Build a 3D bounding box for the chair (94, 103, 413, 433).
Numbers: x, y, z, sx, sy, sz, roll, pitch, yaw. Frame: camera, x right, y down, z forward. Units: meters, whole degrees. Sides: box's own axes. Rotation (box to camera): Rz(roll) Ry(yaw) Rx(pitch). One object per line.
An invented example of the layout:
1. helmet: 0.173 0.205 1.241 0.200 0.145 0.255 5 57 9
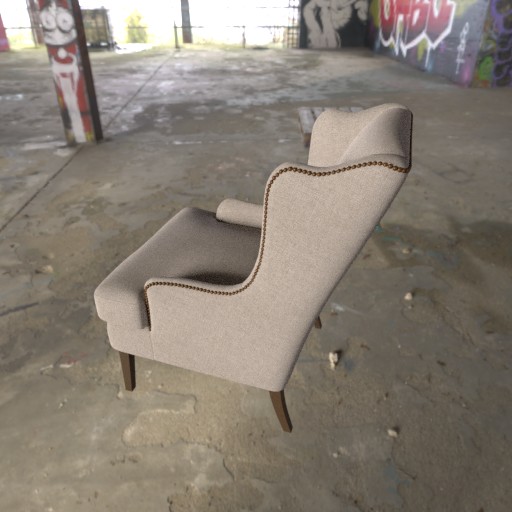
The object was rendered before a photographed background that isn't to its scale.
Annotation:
1. chair: 0.000 0.000 1.630 0.940 1.029 0.737 9 31 15
